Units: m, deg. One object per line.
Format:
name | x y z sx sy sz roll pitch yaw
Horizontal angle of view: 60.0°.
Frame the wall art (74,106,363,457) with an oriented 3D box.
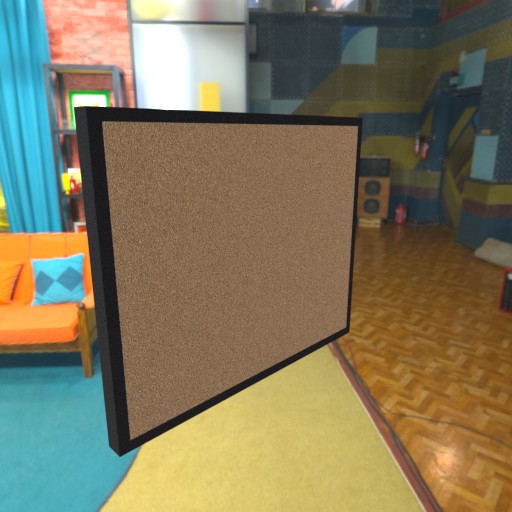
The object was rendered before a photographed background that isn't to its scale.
wall art | 0.000 0.000 0.742 0.554 0.454 0.030 -15 21 -43
